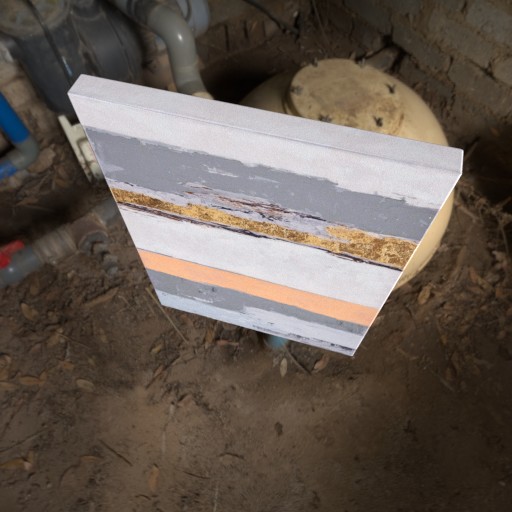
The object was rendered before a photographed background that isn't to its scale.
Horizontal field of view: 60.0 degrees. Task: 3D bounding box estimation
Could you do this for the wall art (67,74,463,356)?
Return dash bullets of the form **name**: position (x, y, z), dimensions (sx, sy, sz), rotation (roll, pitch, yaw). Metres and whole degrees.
- **wall art**: position (0.000, 0.000, 0.763), dimensions (0.456, 0.609, 0.038), rotation (14, 61, 8)
